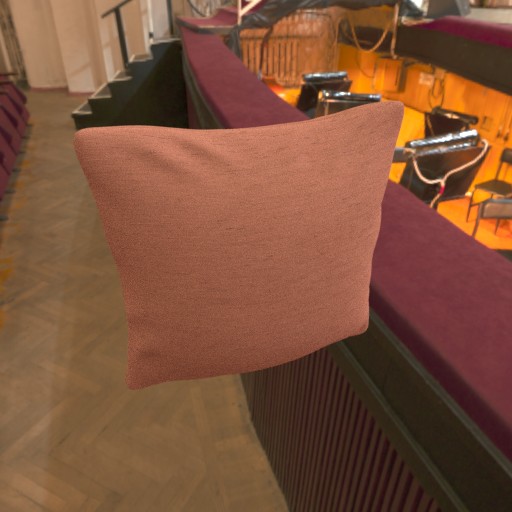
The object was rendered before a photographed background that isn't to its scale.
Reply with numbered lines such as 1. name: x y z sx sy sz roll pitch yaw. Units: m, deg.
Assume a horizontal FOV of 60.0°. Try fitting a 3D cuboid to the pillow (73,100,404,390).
1. pillow: 0.000 0.000 0.654 0.432 0.415 0.246 -10 33 -16
